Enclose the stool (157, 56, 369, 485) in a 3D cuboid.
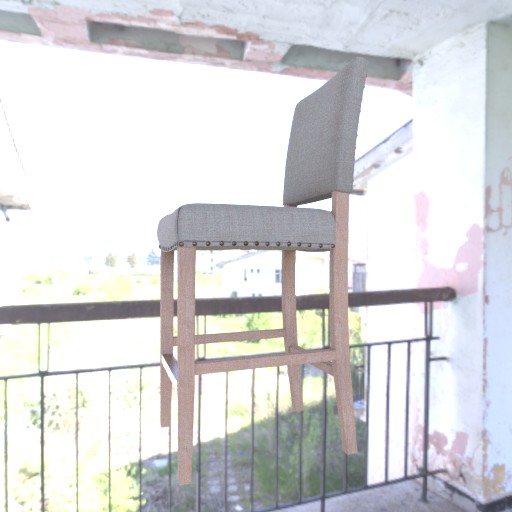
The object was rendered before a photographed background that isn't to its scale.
[{"bbox_3d":[0.000,0.000,1.425,0.585,1.173,0.445,0,0,-19],"label":"stool"}]
